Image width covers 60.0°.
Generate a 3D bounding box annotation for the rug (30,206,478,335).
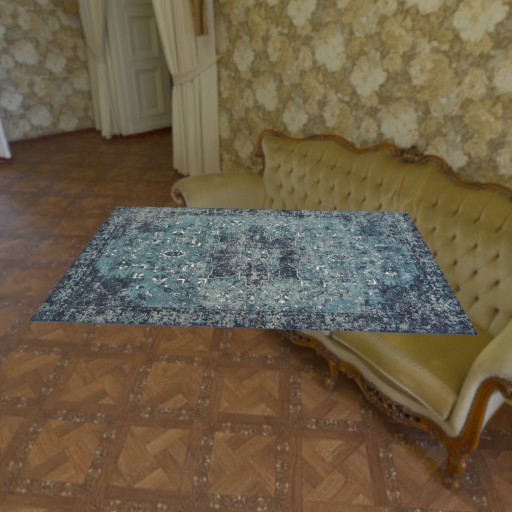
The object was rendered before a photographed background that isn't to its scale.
[{"bbox_3d":[0.000,0.000,3.055,2.440,0.007,1.525,1,31,2],"label":"rug"}]
